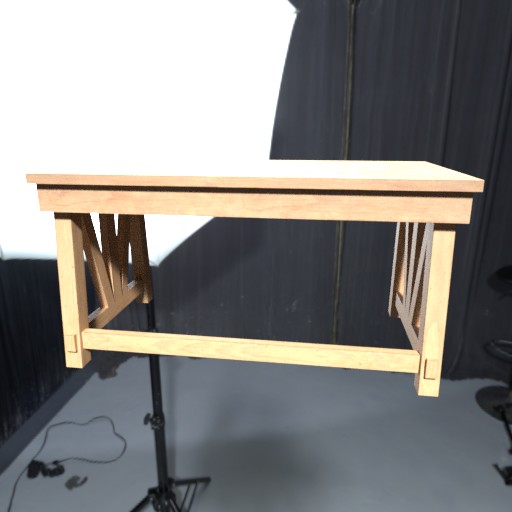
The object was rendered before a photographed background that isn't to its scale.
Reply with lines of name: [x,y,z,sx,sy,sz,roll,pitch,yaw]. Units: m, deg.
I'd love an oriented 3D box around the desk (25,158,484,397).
desk: [0.000,0.000,1.919,1.499,0.762,0.813,2,16,8]
